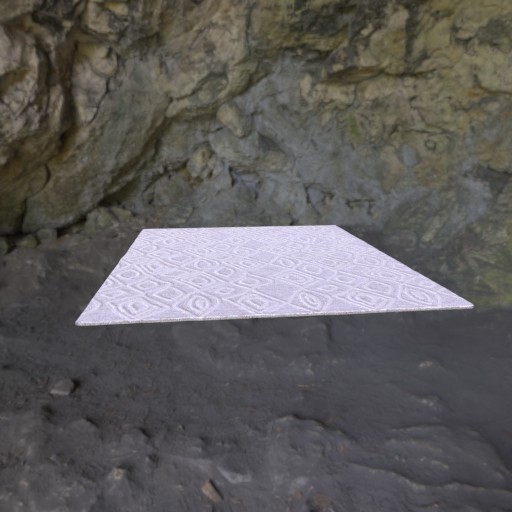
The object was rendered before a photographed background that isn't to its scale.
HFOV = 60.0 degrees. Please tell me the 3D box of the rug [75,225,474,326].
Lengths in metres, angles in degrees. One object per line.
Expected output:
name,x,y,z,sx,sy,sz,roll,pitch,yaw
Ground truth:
rug,0.000,0.000,4.125,2.449,0.025,3.049,-2,14,-7
